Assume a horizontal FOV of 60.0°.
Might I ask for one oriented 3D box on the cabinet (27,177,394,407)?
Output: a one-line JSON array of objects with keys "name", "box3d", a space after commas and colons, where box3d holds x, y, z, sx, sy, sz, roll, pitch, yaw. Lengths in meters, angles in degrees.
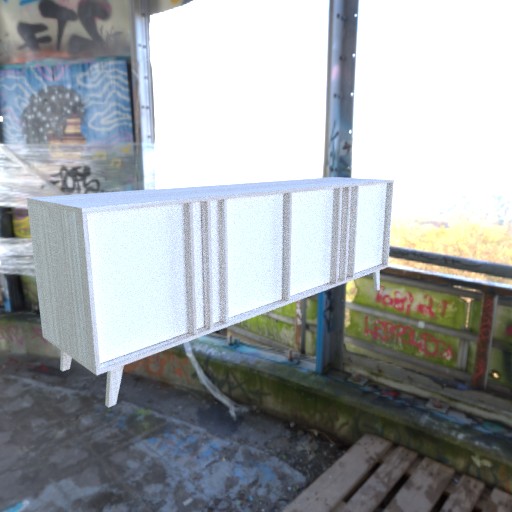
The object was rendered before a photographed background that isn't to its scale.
[{"name": "cabinet", "box3d": [0.000, 0.000, 2.514, 0.500, 0.780, 2.200, 12, 18, 43]}]
